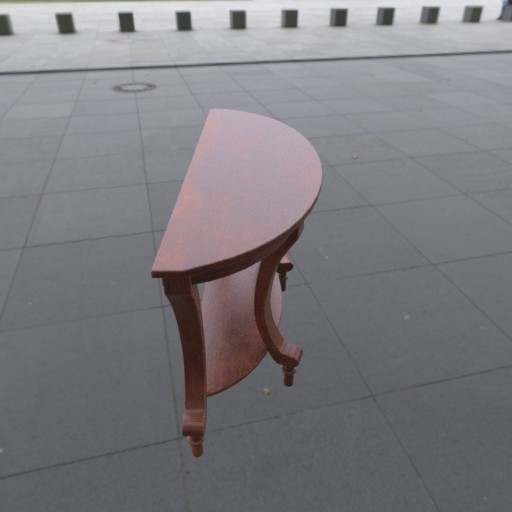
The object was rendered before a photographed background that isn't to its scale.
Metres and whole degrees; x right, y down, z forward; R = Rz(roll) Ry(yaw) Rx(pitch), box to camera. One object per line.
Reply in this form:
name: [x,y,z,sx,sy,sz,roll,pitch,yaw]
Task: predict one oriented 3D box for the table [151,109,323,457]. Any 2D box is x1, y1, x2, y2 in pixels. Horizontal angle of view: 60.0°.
table: [0.000,0.000,1.544,0.394,0.699,1.198,0,33,0]
